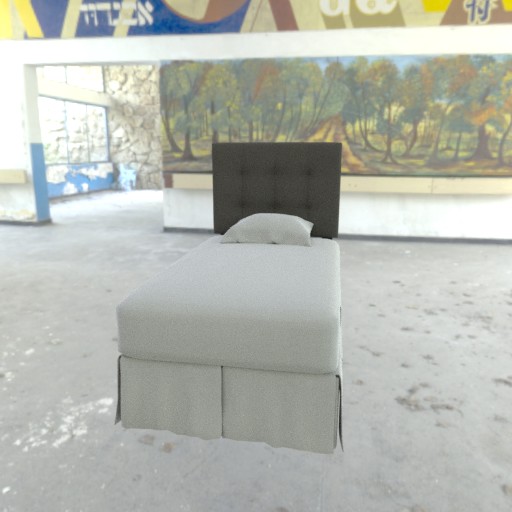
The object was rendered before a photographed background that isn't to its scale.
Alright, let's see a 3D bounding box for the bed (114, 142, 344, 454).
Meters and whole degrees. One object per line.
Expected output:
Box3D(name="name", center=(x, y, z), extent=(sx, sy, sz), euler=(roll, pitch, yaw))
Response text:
Box3D(name="bed", center=(0.000, 0.000, 3.103), extent=(1.261, 1.571, 1.997), euler=(2, 14, 10))
